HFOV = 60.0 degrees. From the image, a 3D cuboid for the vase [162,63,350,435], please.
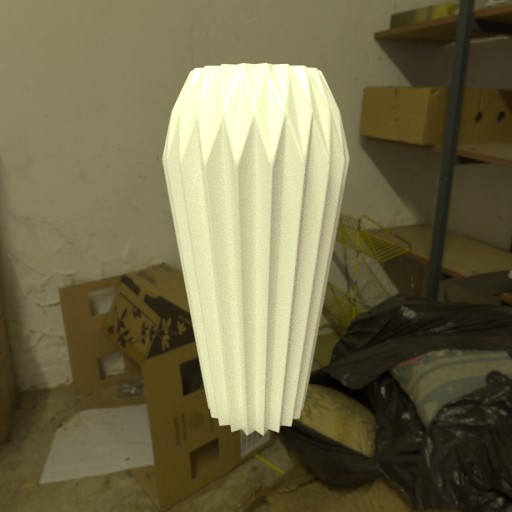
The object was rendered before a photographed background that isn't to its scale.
[{"bbox_3d":[0.000,0.000,0.340,0.133,0.263,0.133,0,16,0],"label":"vase"}]
